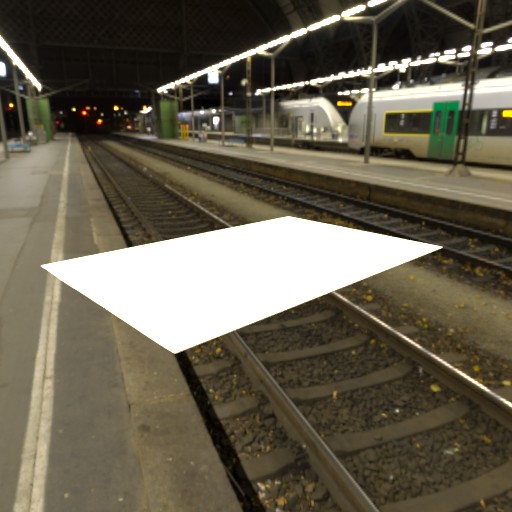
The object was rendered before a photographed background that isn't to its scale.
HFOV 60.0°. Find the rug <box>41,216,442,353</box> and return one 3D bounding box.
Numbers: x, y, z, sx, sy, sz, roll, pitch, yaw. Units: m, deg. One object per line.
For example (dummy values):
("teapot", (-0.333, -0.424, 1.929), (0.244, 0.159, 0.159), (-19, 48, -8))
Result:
("rug", (0.000, 0.000, 2.422), (1.850, 0.006, 1.234), (-15, 22, -41))
